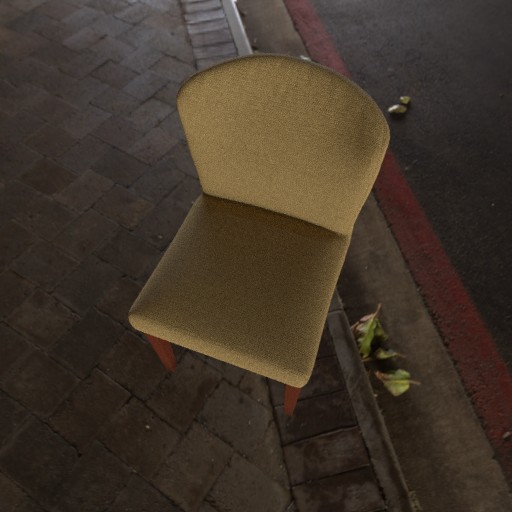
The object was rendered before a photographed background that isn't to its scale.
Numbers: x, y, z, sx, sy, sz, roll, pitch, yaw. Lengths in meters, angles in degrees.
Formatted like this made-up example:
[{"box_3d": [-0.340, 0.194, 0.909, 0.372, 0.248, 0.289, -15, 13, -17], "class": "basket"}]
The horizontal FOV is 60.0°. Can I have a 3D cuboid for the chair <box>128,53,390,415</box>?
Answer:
[{"box_3d": [0.000, 0.000, 1.211, 0.491, 0.839, 0.589, 17, 59, 11], "class": "chair"}]
